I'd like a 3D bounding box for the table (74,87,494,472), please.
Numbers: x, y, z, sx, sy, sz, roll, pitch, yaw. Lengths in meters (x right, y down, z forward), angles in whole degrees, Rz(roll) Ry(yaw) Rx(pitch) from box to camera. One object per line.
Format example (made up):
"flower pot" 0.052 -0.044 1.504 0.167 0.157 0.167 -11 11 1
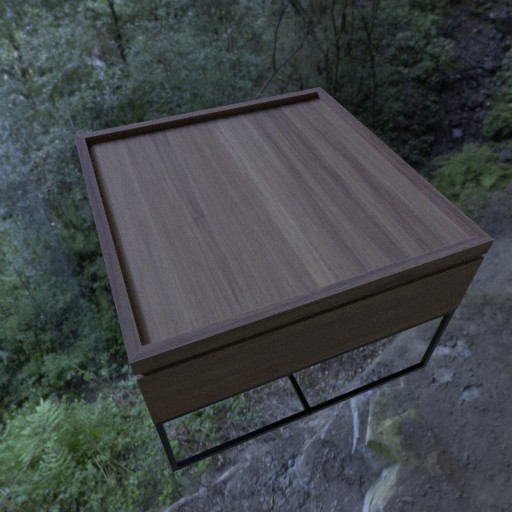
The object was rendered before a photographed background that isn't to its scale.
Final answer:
"table" 0.000 0.000 1.115 0.676 0.464 0.679 -17 48 -15
